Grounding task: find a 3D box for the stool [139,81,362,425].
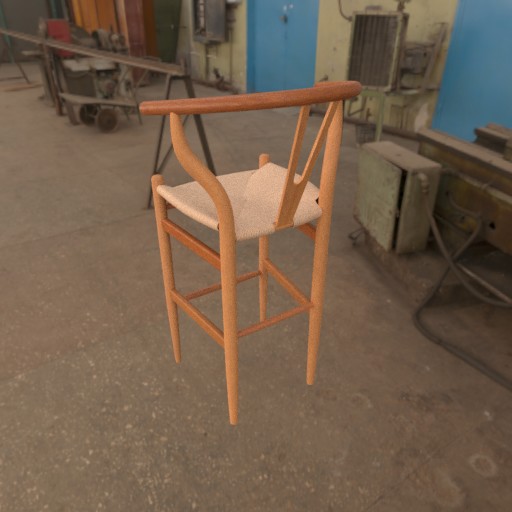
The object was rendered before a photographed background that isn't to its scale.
[{"bbox_3d":[0.000,0.000,1.380,0.574,1.068,0.561,-18,34,-28],"label":"stool"}]
